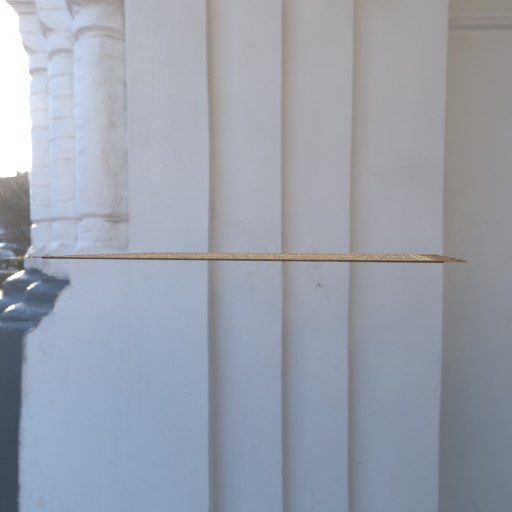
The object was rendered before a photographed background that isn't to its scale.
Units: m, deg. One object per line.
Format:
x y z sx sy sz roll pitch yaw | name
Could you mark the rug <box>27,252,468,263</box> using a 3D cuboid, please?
0.000 0.000 3.054 2.434 0.010 1.516 0 2 17 | rug
